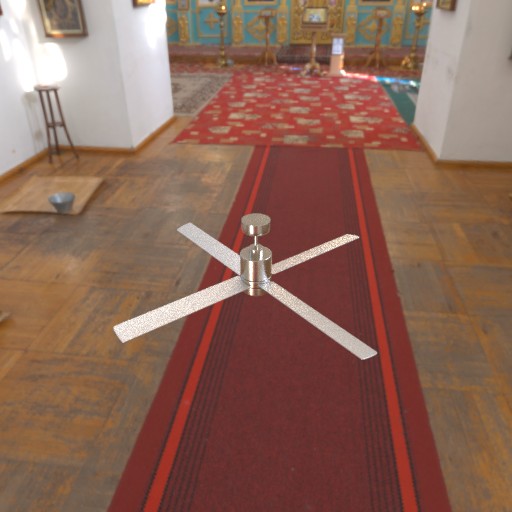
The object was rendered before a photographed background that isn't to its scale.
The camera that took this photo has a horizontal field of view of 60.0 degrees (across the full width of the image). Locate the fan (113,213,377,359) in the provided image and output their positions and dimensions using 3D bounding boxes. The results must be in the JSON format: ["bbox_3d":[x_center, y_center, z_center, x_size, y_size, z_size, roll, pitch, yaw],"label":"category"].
[{"bbox_3d":[0.000,0.000,1.958,1.322,0.355,1.322,-21,36,-32],"label":"fan"}]
